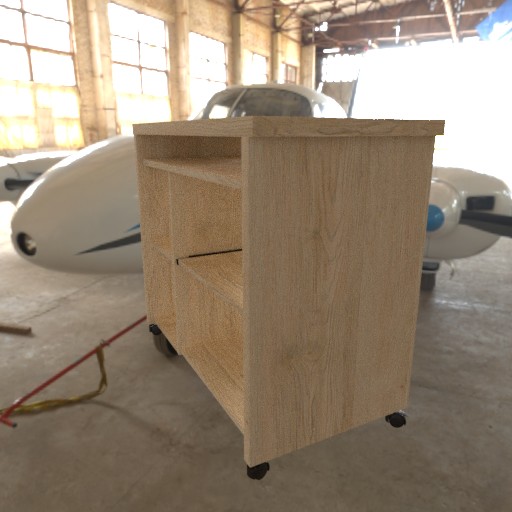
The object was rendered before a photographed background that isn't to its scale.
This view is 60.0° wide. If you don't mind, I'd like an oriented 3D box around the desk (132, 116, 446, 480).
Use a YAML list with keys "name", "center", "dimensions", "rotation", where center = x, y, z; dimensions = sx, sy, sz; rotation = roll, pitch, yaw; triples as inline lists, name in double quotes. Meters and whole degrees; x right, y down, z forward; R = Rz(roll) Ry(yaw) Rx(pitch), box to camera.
- name: "desk"
  center: [0.000, 0.000, 1.332]
  dimensions: [0.480, 0.770, 0.885]
  rotation: [-8, 18, -27]
